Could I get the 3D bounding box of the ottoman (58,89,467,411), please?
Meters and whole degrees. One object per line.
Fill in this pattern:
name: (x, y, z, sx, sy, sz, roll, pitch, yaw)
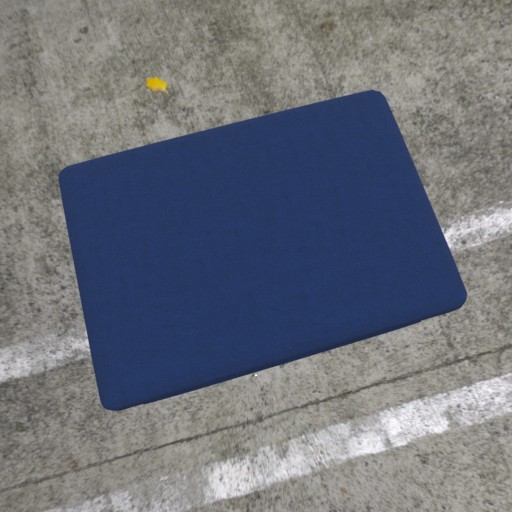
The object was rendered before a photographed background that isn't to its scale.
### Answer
ottoman: (0.000, 0.000, 1.206, 0.835, 0.498, 0.587, -16, 76, -4)
